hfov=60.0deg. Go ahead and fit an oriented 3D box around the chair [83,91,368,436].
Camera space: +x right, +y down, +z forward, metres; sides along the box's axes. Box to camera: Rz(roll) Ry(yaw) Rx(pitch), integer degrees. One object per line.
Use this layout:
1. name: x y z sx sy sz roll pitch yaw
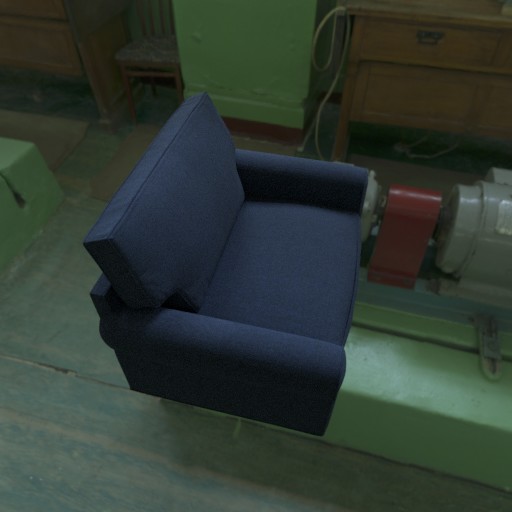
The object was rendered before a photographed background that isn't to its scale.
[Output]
1. chair: 0.000 0.000 2.049 0.963 1.044 1.285 10 48 9
